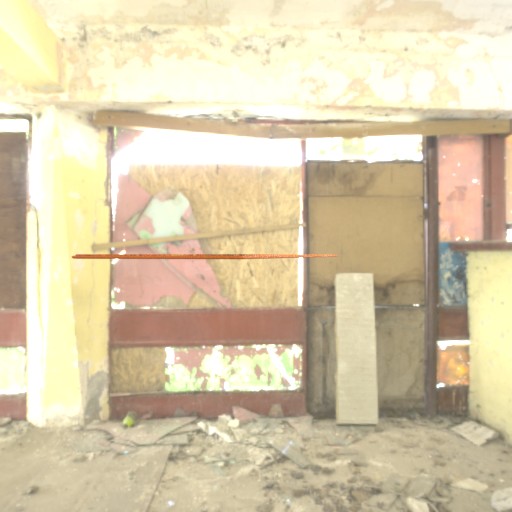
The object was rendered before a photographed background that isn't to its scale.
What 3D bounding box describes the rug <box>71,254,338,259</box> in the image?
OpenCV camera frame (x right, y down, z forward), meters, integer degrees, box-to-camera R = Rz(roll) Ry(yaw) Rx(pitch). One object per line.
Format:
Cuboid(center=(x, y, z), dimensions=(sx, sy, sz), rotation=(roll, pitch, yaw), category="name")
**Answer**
Cuboid(center=(0.000, 0.000, 2.551), dimensions=(0.651, 0.016, 2.274), rotation=(0, 0, 18), category="rug")
